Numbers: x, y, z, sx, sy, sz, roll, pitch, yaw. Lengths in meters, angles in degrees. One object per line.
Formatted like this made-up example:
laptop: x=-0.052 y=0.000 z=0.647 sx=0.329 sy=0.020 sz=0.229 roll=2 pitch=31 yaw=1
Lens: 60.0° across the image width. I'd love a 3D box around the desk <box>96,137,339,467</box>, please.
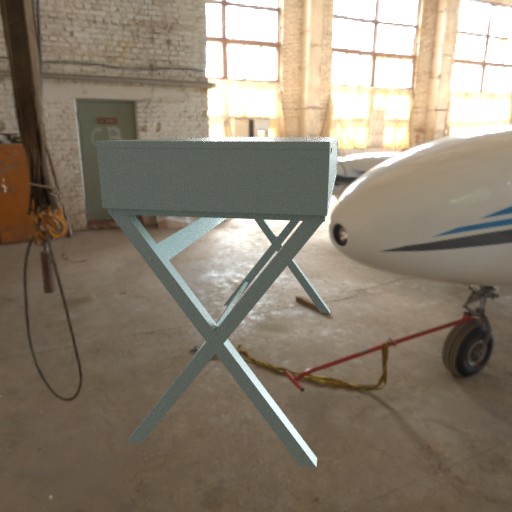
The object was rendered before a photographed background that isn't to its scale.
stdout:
desk: x=0.000 y=0.000 z=1.523 sx=0.509 sy=0.780 sz=1.059 roll=3 pitch=16 yaw=11
